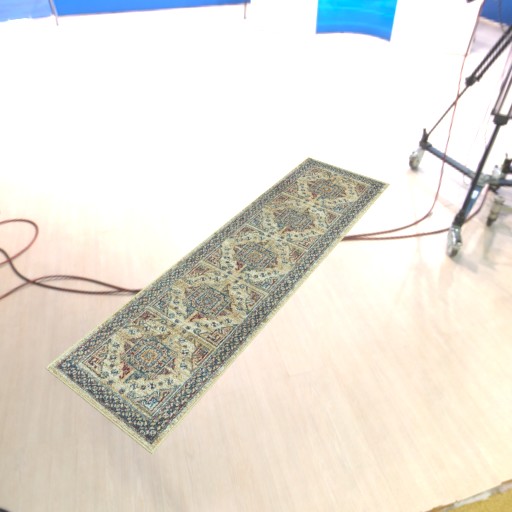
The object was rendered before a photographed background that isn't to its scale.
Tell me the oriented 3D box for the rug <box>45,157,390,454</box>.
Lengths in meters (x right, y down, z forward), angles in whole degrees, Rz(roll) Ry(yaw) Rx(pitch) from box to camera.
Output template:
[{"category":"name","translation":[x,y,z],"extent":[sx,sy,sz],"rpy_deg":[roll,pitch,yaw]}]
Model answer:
[{"category":"rug","translation":[0.000,0.000,2.519],"extent":[0.661,0.013,2.297],"rpy_deg":[25,47,26]}]
